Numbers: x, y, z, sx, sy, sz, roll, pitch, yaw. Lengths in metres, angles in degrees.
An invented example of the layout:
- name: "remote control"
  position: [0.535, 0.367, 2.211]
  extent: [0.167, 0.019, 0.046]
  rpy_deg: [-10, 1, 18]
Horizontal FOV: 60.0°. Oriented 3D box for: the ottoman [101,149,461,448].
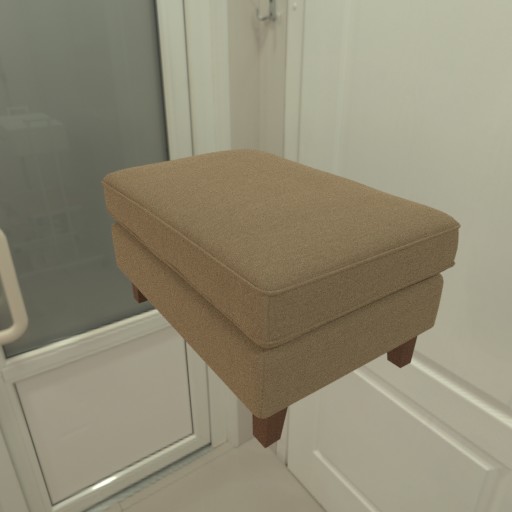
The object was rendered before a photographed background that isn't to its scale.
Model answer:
- name: "ottoman"
  position: [0.000, 0.000, 1.364]
  extent: [0.636, 0.521, 0.945]
  rpy_deg: [-17, 31, -31]
